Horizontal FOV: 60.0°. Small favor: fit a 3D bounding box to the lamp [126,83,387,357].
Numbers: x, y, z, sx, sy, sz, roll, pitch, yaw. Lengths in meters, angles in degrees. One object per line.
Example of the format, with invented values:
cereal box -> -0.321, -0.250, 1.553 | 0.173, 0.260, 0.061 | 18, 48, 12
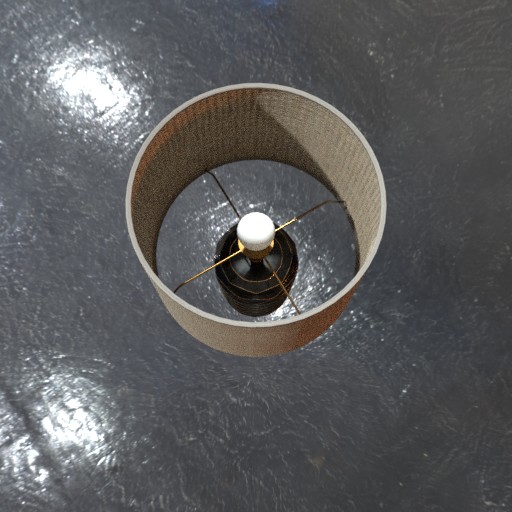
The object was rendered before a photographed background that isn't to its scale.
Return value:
lamp -> 0.000, 0.000, 0.839 | 0.376, 0.594, 0.376 | 0, 75, 0
